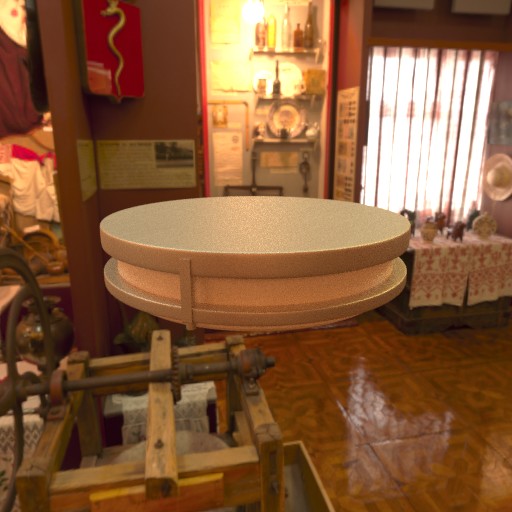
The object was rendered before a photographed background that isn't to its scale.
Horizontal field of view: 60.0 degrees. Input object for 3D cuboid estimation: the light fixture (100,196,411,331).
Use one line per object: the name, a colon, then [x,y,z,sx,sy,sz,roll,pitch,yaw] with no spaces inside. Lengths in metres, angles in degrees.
light fixture: [0.000,0.000,0.546,0.356,0.102,0.356,0,15,0]
